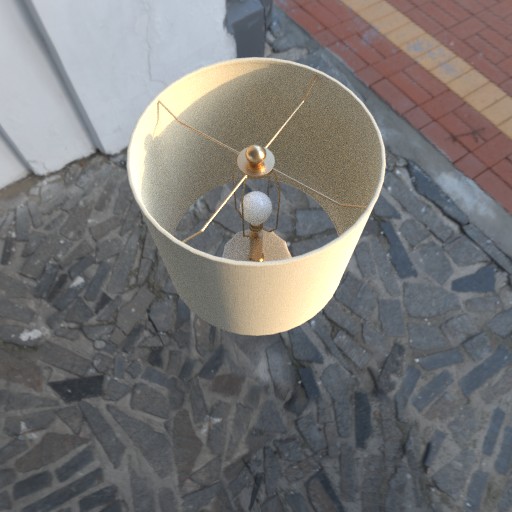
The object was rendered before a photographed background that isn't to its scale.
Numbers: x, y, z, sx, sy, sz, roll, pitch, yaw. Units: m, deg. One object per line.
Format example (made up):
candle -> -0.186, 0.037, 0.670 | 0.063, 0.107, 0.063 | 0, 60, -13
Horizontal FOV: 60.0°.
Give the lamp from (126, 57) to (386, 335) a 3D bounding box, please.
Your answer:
lamp -> 0.000, 0.000, 0.718 | 0.277, 0.537, 0.277 | -17, 66, -8
